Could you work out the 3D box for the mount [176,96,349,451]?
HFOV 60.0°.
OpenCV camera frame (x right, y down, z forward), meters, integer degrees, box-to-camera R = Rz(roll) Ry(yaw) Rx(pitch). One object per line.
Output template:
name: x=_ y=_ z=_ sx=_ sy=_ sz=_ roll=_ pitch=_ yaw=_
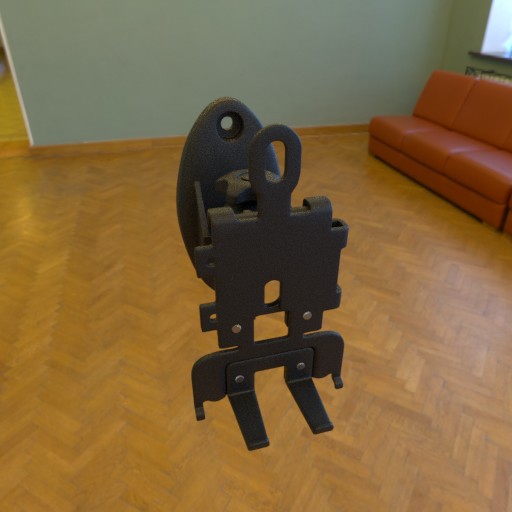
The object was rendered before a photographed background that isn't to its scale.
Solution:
mount: x=0.000 y=0.000 z=0.183 sx=0.066 sy=0.118 sz=0.100 roll=-8 pitch=31 yaw=-14
